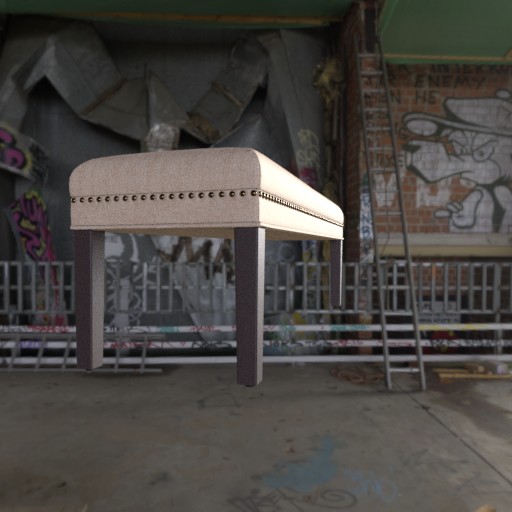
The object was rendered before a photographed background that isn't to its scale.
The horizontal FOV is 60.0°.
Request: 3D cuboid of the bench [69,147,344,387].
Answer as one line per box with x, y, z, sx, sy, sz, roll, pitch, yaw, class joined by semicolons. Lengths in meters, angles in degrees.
0.000;0.000;1.417;0.410;0.457;1.219;0;1;18;bench
